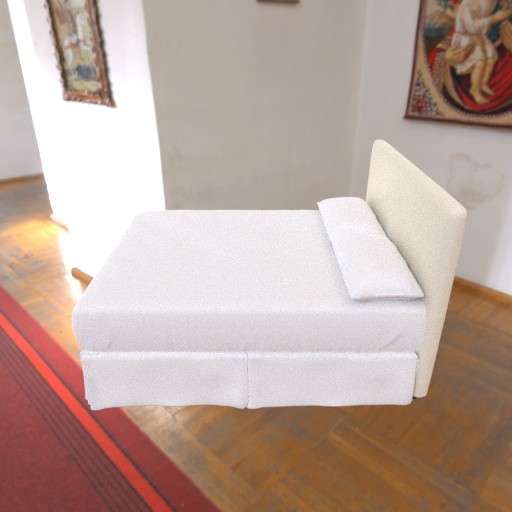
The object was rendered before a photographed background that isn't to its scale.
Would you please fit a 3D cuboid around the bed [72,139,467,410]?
[{"bbox_3d":[0.000,0.000,3.190,2.147,1.330,1.714,0,27,0],"label":"bed"}]
